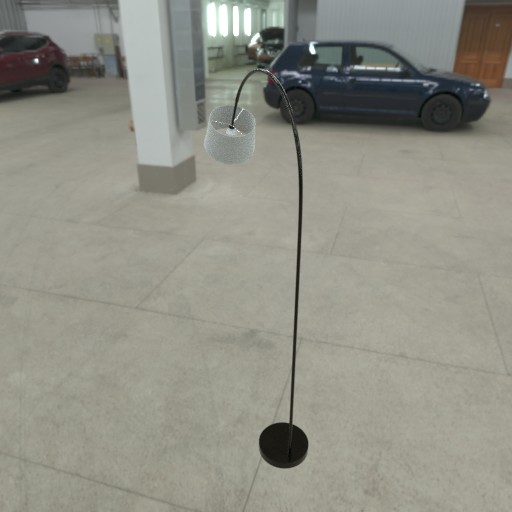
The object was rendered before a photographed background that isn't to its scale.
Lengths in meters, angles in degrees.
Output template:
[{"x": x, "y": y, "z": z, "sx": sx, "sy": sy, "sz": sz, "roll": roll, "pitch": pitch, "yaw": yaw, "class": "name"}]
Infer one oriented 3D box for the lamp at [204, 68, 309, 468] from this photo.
[{"x": 0.000, "y": 0.000, "z": 2.681, "sx": 0.331, "sy": 2.104, "sz": 1.363, "roll": -9, "pitch": 28, "yaw": -17, "class": "lamp"}]
